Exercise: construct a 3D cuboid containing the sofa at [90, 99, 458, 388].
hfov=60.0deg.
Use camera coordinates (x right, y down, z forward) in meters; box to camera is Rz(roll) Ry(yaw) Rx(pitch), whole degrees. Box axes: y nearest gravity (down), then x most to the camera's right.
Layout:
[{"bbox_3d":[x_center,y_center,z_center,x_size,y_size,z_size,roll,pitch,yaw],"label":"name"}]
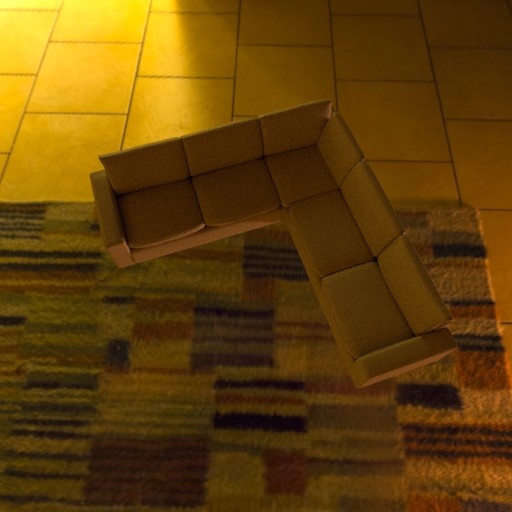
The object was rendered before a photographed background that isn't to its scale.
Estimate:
[{"bbox_3d":[0.000,0.000,4.127,2.622,0.800,2.742,-17,65,-8],"label":"sofa"}]
